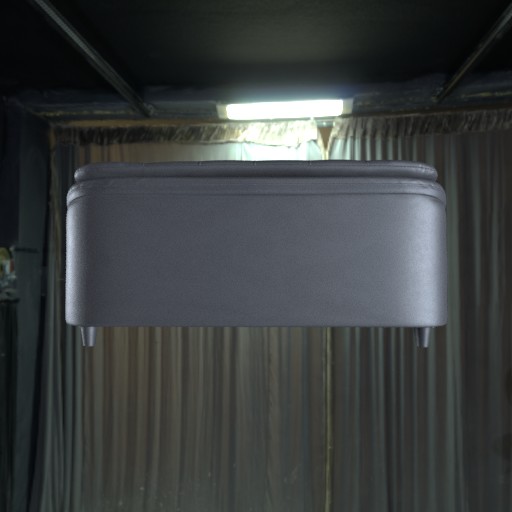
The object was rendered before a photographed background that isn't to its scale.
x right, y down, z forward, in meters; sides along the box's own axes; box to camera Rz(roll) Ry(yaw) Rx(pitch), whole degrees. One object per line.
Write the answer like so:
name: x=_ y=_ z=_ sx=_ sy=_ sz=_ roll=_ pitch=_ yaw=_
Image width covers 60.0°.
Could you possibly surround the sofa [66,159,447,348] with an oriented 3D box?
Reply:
sofa: x=0.000 y=0.000 z=2.273 sx=1.829 sy=0.811 sz=0.800 roll=0 pitch=-1 yaw=1
